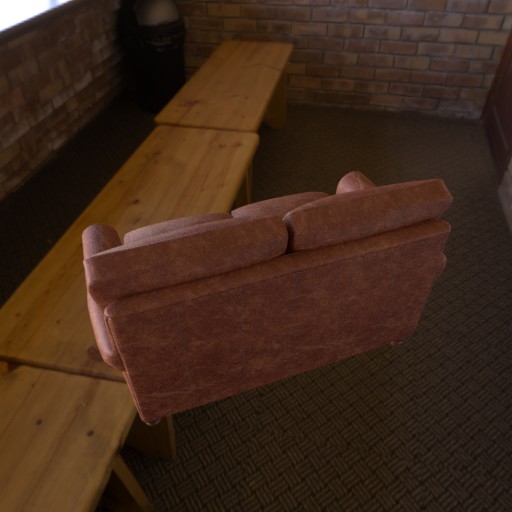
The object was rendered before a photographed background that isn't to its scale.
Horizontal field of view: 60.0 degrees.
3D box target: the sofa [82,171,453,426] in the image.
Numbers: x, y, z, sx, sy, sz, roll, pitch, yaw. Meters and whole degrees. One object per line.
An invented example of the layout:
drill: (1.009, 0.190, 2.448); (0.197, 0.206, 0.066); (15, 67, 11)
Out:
sofa: (0.000, 0.000, 2.238); (1.616, 0.967, 0.990); (-14, 43, -15)
